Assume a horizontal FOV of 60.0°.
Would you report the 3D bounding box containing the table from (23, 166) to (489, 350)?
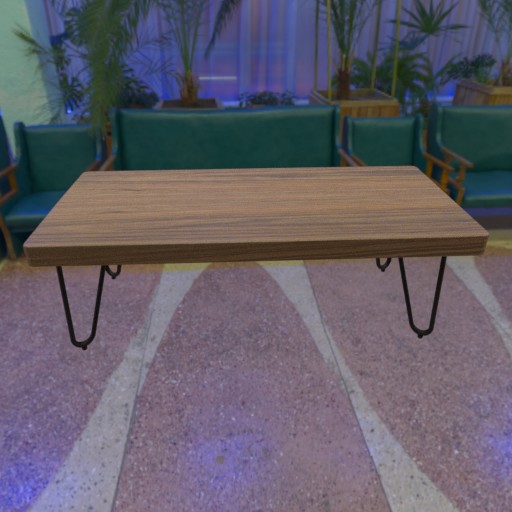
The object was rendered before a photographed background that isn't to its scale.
[{"bbox_3d":[0.000,0.000,1.677,1.375,0.468,0.637,-1,30,-3],"label":"table"}]
